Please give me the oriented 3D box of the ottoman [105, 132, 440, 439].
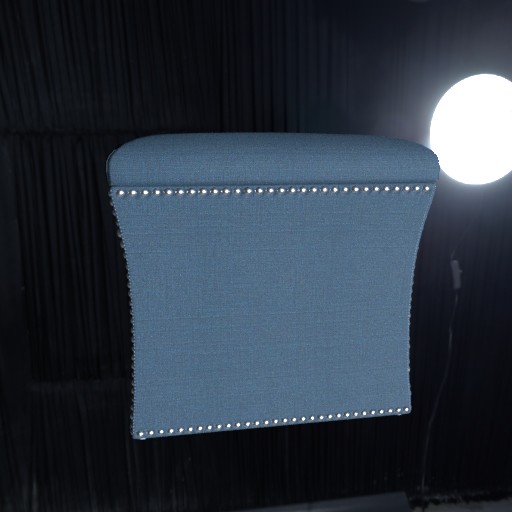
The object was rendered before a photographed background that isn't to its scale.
[{"bbox_3d":[0.000,0.000,0.890,0.497,0.475,0.507,-2,14,-8],"label":"ottoman"}]
